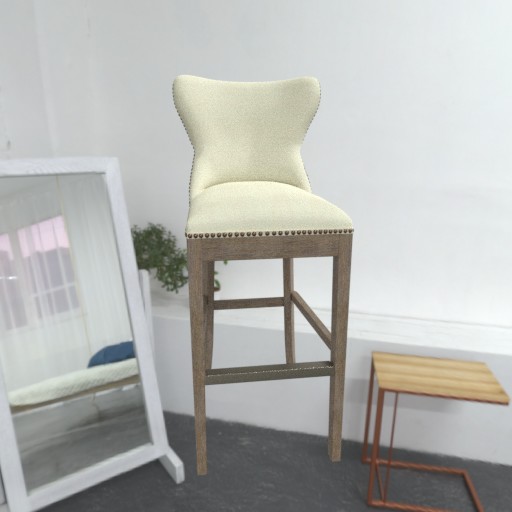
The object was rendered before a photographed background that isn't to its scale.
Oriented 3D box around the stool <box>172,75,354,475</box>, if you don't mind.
[{"bbox_3d":[0.000,0.000,1.427,0.494,1.123,0.606,-2,16,-8],"label":"stool"}]
